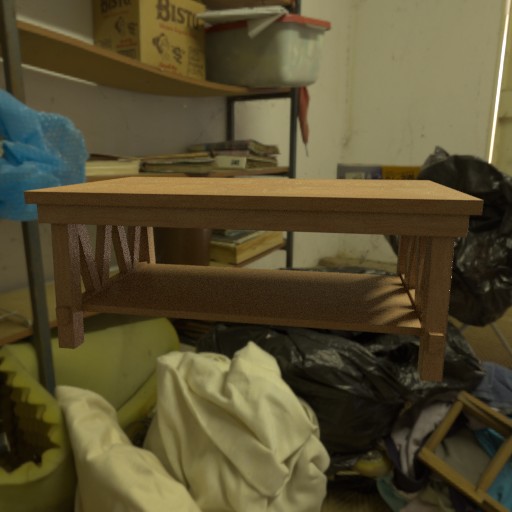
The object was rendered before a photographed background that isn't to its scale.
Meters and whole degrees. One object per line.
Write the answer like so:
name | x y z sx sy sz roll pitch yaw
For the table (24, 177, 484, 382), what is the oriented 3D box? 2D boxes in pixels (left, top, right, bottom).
table | 0.000 0.000 1.600 1.270 0.507 0.711 3 14 10
